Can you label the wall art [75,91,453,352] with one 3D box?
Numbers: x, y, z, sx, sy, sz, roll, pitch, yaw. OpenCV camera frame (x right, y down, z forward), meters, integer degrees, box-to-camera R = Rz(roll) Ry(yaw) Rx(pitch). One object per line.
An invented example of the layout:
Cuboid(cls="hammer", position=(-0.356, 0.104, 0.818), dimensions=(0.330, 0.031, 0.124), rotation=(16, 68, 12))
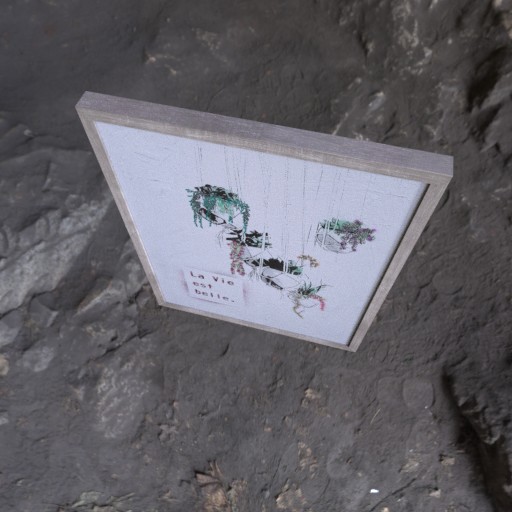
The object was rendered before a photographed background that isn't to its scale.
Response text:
Cuboid(cls="wall art", position=(0.000, 0.000, 0.708), dimensions=(0.421, 0.521, 0.032), rotation=(12, 59, 7))
